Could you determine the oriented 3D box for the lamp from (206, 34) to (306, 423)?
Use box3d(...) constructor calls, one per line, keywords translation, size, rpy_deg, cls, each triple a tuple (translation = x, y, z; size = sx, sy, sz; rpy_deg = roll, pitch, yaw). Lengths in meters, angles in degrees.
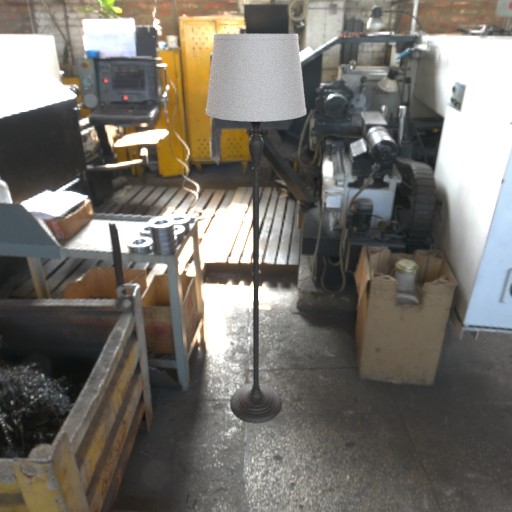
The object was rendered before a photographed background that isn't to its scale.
box3d(translation=(0.000, 0.000, 1.682), size=(0.327, 1.506, 0.327), rpy_deg=(-18, 32, -32), cls="lamp")
